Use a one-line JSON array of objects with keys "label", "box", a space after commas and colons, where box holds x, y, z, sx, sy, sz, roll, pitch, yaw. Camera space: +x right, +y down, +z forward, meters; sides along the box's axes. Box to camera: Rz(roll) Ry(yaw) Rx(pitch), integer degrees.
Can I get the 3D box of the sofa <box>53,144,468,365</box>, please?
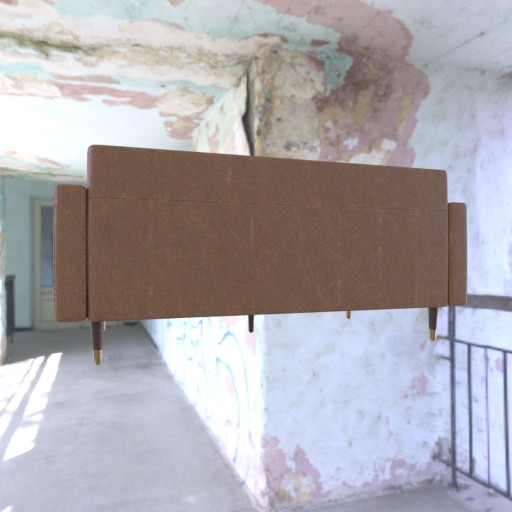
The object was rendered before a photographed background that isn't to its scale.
[{"label": "sofa", "box": [0.000, 0.000, 2.302, 1.847, 0.821, 0.993, 0, 0, -18]}]
